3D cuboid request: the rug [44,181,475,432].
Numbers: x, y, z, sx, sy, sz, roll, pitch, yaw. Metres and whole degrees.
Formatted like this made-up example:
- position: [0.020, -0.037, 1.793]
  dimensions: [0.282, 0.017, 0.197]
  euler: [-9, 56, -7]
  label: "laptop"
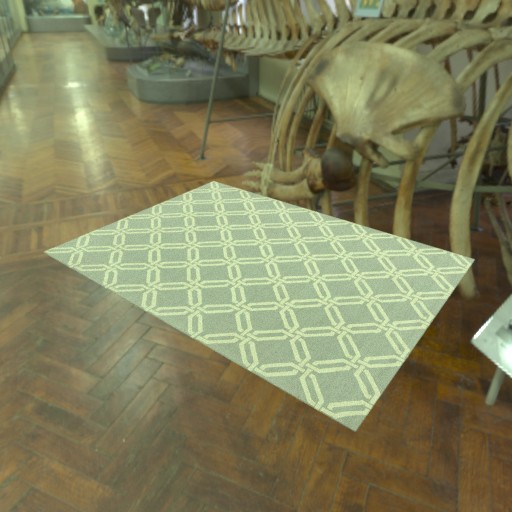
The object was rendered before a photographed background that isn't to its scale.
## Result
- position: [0.000, 0.000, 4.259]
  dimensions: [3.353, 0.013, 2.438]
  euler: [22, 37, 32]
  label: "rug"
